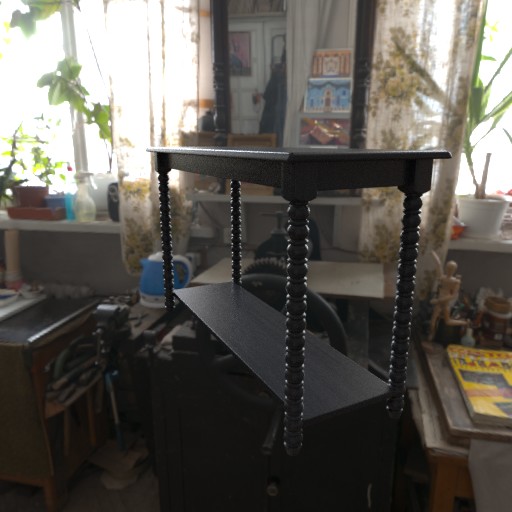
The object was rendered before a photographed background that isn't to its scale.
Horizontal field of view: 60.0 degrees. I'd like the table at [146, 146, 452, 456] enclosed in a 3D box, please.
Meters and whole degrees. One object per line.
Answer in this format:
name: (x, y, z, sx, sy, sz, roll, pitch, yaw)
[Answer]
table: (0.000, 0.000, 1.556, 0.459, 0.735, 1.184, -7, 16, -26)
